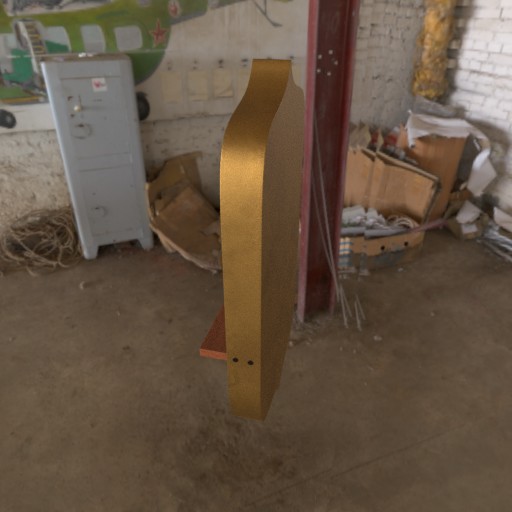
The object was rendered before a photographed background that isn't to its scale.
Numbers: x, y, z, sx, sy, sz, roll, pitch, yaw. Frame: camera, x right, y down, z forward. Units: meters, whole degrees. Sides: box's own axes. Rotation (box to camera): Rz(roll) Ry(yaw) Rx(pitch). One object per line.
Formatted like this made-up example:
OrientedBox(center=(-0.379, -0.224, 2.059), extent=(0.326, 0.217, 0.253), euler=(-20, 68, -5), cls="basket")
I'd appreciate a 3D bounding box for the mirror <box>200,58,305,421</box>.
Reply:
OrientedBox(center=(0.000, 0.000, 0.749), extent=(0.096, 0.613, 0.323), euler=(7, 31, 12), cls="mirror")
